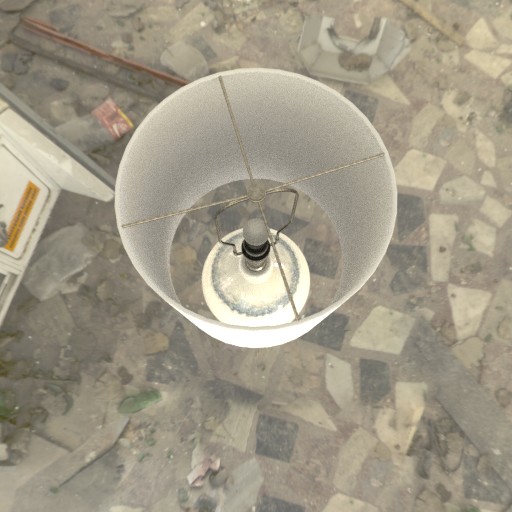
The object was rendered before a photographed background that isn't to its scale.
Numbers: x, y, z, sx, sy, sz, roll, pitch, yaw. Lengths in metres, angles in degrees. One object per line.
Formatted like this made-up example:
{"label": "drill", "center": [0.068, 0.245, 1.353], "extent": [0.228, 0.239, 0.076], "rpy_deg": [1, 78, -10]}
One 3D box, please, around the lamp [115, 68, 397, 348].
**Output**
{"label": "lamp", "center": [0.000, 0.000, 0.535], "extent": [0.216, 0.404, 0.216], "rpy_deg": [42, 79, 10]}
